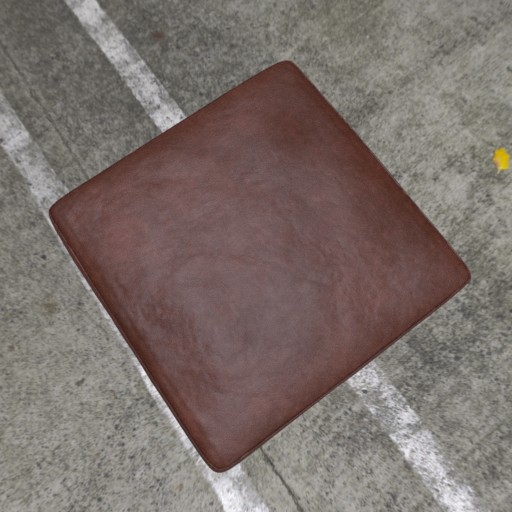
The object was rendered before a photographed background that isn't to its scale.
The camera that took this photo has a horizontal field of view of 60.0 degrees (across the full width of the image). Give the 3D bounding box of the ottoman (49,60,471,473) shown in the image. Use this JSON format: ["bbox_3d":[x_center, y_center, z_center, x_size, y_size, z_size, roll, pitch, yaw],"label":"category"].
[{"bbox_3d":[0.000,0.000,1.307,0.844,0.415,0.836,-35,79,-8],"label":"ottoman"}]
